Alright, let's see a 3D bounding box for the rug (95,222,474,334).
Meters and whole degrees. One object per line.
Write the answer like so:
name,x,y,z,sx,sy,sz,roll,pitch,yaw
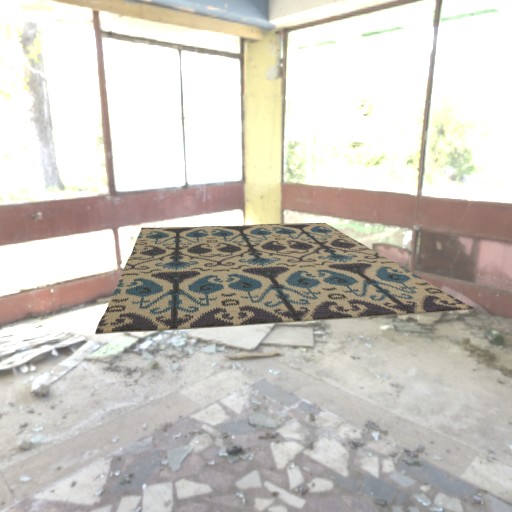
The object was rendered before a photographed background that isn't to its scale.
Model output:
rug,0.000,0.000,4.307,2.443,0.024,3.228,-2,15,-9
